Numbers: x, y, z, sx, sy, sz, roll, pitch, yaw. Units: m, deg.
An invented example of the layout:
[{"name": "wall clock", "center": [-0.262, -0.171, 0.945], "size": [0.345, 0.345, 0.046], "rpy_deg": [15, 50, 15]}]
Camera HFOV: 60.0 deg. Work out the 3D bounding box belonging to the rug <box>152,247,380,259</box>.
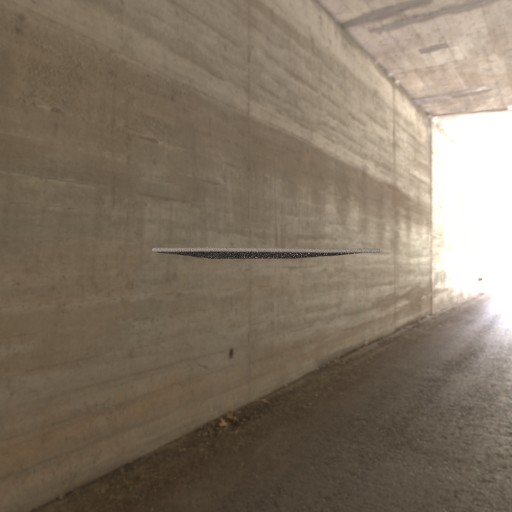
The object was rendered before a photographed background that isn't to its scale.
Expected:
[{"name": "rug", "center": [0.000, 0.000, 2.325], "size": [0.645, 0.015, 2.182], "rpy_deg": [0, -1, -2]}]
